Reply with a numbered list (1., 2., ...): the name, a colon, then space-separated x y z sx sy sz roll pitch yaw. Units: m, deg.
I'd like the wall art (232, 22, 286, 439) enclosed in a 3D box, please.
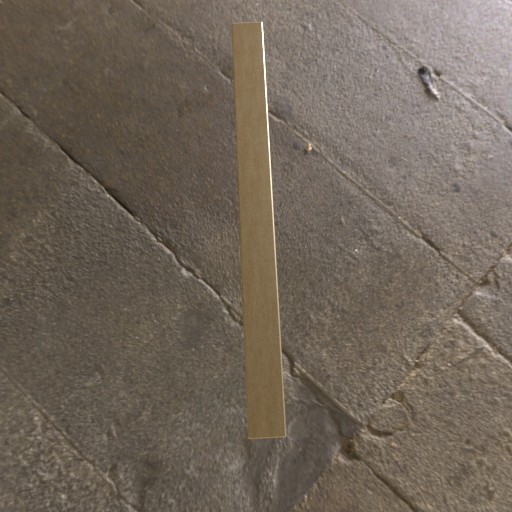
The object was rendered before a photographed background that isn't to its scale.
1. wall art: 0.000 0.000 0.761 0.040 0.506 0.503 -3 77 -1
